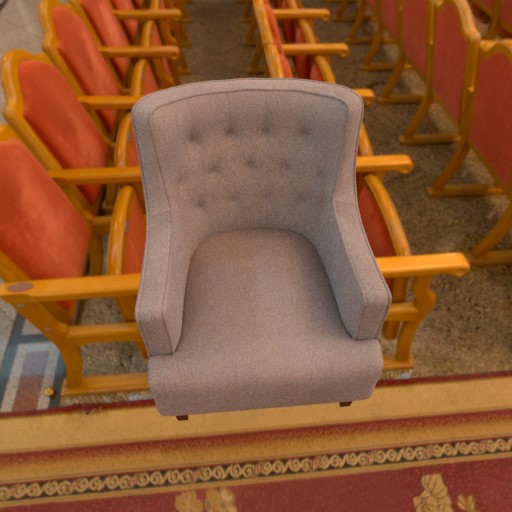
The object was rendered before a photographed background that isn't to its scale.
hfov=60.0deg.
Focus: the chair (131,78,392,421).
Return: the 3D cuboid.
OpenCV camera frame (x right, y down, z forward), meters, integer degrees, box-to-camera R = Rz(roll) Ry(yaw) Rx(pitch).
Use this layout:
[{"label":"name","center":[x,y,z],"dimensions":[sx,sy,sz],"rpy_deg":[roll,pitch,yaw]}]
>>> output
[{"label":"chair","center":[0.000,0.000,1.602],"dimensions":[0.781,0.919,0.910],"rpy_deg":[-4,49,-3]}]
